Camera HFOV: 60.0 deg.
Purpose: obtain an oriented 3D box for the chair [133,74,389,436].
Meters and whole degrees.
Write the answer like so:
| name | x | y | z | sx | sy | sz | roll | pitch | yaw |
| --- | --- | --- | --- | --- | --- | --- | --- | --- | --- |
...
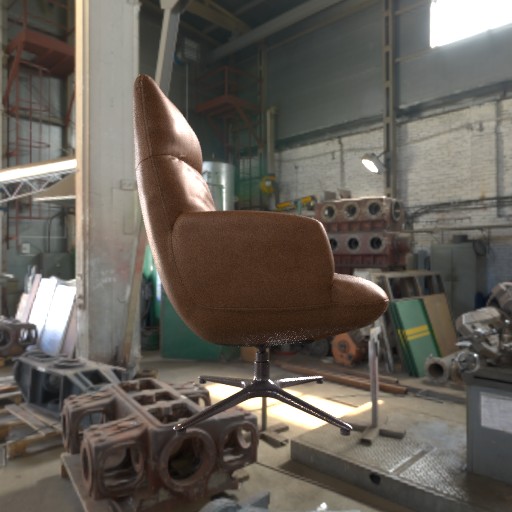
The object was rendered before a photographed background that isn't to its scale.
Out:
| name | x | y | z | sx | sy | sz | roll | pitch | yaw |
| --- | --- | --- | --- | --- | --- | --- | --- | --- | --- |
| chair | 0.000 | 0.000 | 1.539 | 0.794 | 1.027 | 0.711 | 0 | 0 | 0 |
